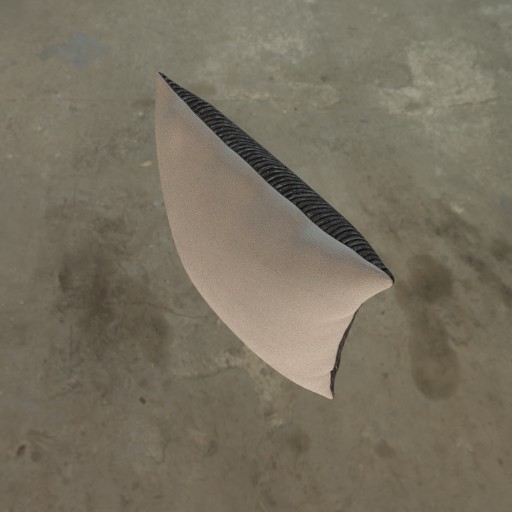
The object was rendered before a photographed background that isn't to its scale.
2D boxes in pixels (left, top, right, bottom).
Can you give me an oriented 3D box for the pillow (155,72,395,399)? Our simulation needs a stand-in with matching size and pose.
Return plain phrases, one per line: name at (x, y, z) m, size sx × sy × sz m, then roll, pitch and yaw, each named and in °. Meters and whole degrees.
pillow at (0.000, 0.000, 0.705) m, size 0.196 × 0.434 × 0.433 m, roll -35°, pitch 64°, yaw -20°
